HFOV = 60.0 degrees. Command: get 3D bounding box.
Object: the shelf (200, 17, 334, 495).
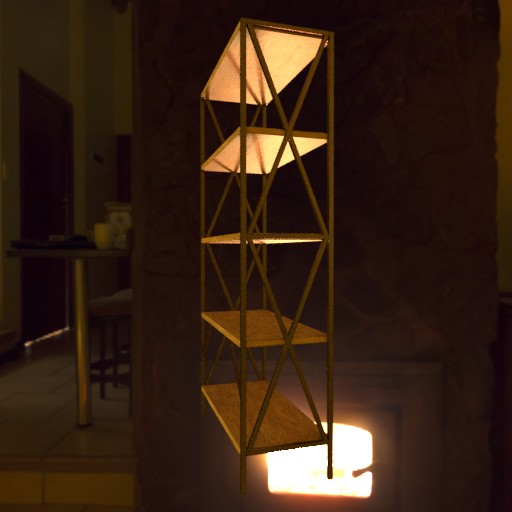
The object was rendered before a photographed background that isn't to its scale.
[{"bbox_3d":[0.000,0.000,2.148,0.386,1.803,0.874,0,1,-17],"label":"shelf"}]
